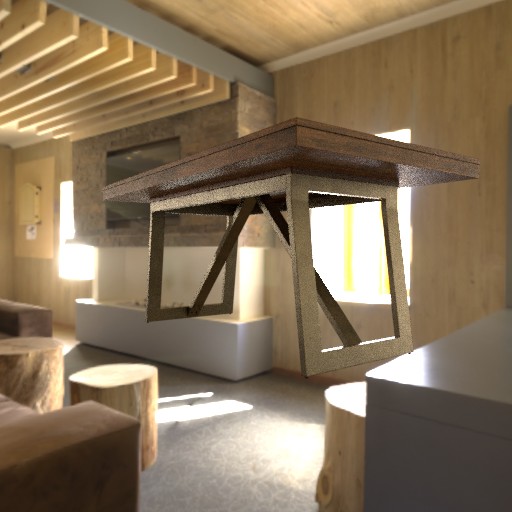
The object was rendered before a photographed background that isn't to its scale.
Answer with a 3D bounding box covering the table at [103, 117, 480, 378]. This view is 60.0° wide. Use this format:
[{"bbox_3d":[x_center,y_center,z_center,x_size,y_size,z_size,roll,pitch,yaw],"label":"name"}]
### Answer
[{"bbox_3d":[0.000,0.000,2.098,0.931,0.757,1.641,-1,1,-36],"label":"table"}]
